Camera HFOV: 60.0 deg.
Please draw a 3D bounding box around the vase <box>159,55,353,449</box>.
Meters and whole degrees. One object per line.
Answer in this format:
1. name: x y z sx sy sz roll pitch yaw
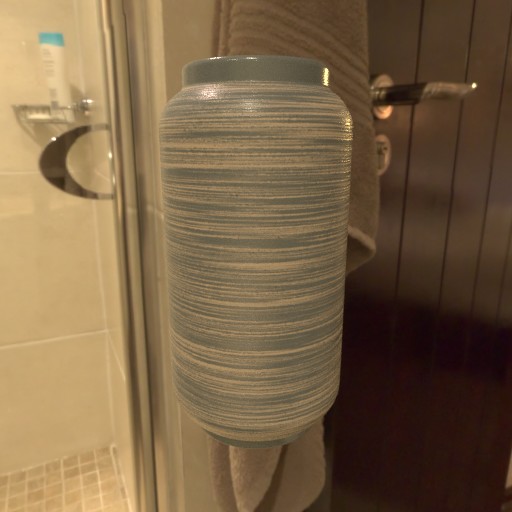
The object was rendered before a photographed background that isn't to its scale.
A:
1. vase: 0.000 0.000 0.291 0.116 0.230 0.116 0 15 0
